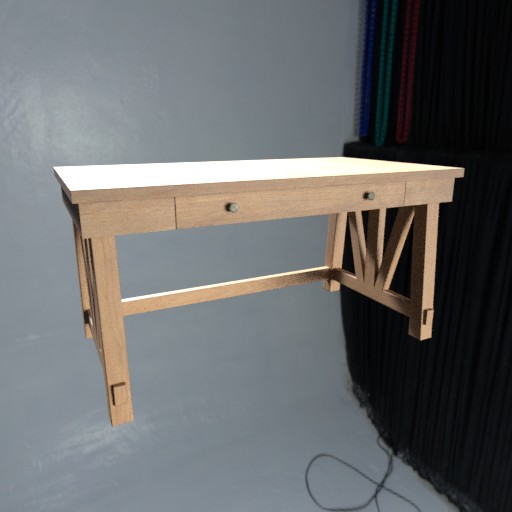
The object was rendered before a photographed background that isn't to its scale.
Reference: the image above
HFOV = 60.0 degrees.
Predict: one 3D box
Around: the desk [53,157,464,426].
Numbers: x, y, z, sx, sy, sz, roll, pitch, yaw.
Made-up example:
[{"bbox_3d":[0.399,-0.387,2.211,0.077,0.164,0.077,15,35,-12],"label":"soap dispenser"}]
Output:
[{"bbox_3d":[0.000,0.000,1.944,1.499,0.762,0.813,-8,18,-25],"label":"desk"}]
